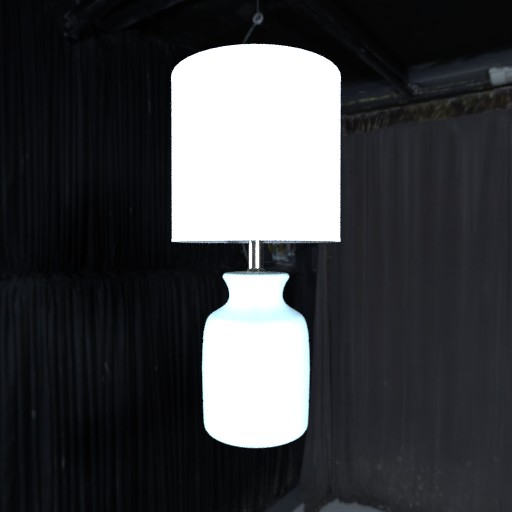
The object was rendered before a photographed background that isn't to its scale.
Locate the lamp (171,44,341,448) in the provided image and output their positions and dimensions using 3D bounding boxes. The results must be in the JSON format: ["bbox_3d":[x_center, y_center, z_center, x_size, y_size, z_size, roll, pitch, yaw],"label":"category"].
[{"bbox_3d":[0.000,0.000,1.120,0.418,0.871,0.418,1,1,36],"label":"lamp"}]
